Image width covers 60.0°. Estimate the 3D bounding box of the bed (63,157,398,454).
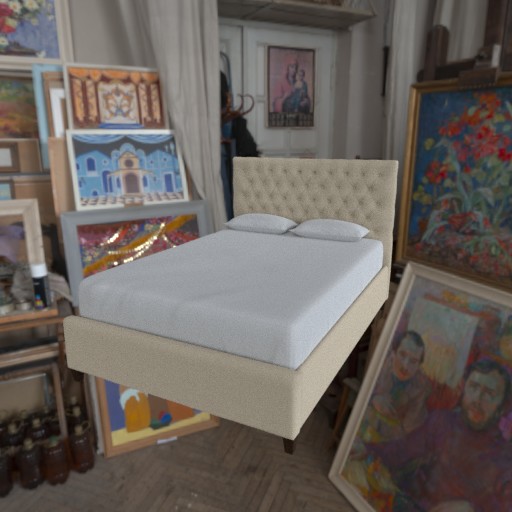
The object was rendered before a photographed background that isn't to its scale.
[{"bbox_3d":[0.000,0.000,3.510,1.698,1.427,2.387,7,17,26],"label":"bed"}]
